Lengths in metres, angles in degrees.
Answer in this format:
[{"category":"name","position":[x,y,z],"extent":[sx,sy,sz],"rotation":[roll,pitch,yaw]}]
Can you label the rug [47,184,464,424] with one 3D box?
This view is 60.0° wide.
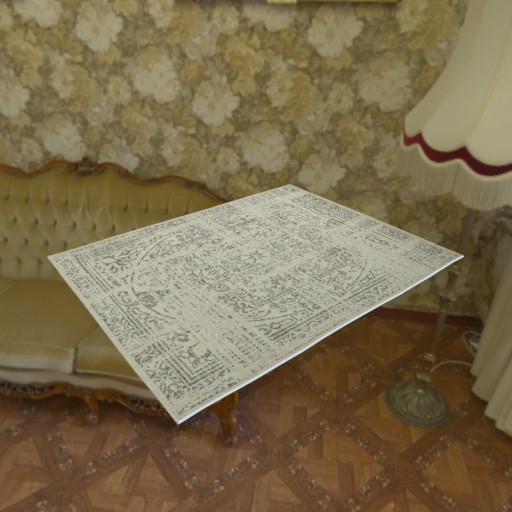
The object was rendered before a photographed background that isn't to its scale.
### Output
[{"category":"rug","position":[0.000,0.000,3.935],"extent":[2.921,0.032,2.311],"rotation":[-22,36,-33]}]
